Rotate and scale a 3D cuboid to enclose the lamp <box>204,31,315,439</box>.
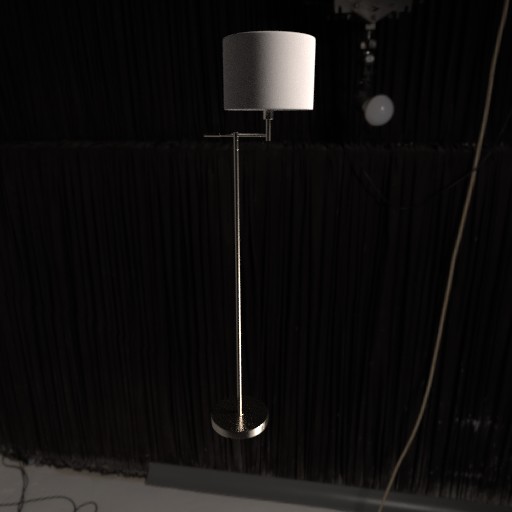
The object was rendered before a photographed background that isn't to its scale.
[{"bbox_3d":[0.000,0.000,1.805,0.416,1.600,0.324,2,18,8],"label":"lamp"}]
